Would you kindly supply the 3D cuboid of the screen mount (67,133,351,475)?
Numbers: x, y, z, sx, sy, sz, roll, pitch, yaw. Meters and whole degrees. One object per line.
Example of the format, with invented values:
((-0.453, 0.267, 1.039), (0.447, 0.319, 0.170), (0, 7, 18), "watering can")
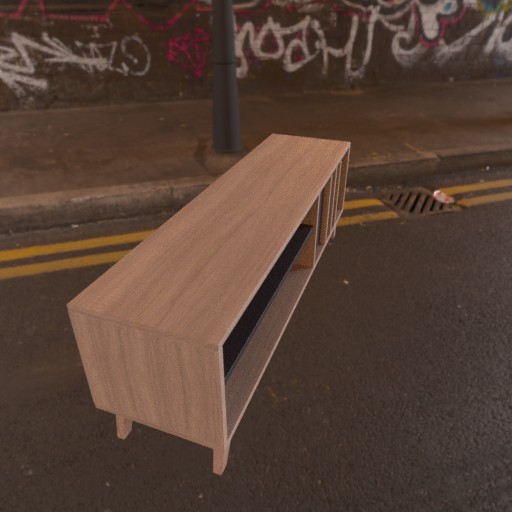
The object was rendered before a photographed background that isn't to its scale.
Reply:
((0.000, 0.000, 1.722), (0.401, 0.509, 1.500), (11, 33, 18), "screen mount")
